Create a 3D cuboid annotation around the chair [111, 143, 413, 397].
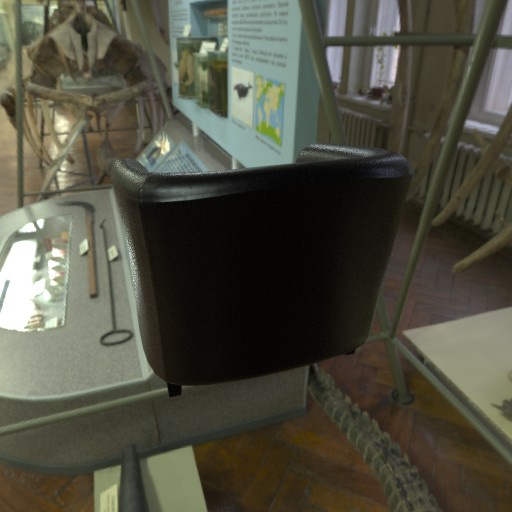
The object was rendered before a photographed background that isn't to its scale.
[{"bbox_3d":[0.000,0.000,1.395,0.793,0.756,0.727,-9,28,-17],"label":"chair"}]
